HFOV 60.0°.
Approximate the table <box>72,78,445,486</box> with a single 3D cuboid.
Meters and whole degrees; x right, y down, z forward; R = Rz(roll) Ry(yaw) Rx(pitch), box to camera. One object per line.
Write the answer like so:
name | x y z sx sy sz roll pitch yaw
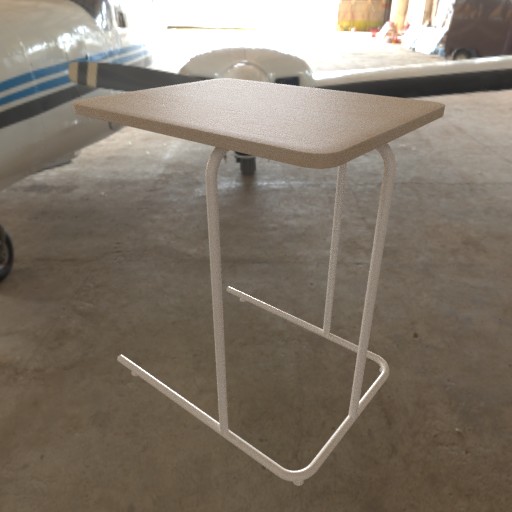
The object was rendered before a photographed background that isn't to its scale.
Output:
table | 0.000 0.000 0.828 0.480 0.550 0.370 22 36 33
